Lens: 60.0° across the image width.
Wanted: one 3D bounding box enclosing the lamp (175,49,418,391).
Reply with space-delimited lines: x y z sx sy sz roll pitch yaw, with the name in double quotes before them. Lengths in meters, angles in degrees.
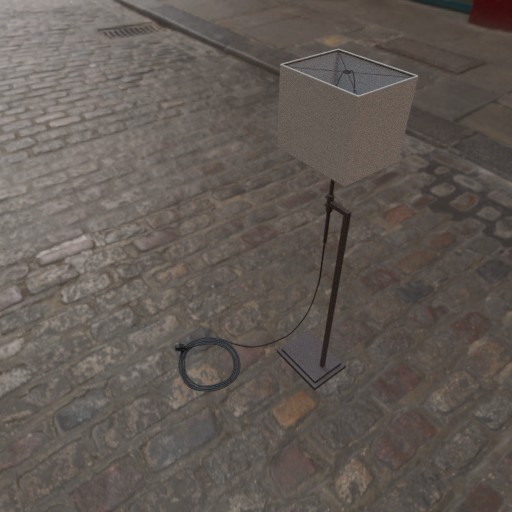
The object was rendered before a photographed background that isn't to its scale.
"lamp" 0.000 0.000 1.972 0.774 1.600 0.698 -27 48 -27
